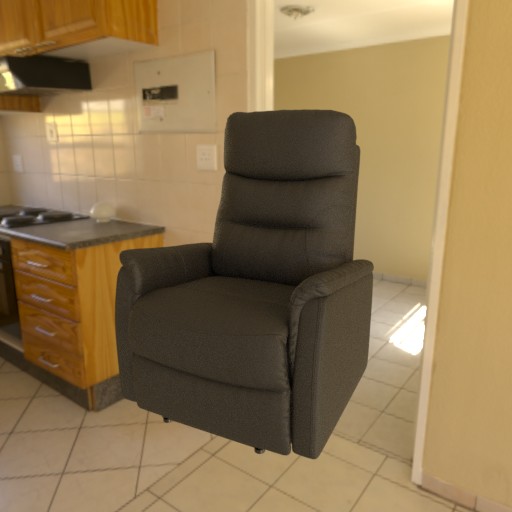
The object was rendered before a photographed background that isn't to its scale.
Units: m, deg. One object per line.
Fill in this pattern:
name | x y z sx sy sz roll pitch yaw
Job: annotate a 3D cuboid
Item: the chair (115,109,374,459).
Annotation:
chair | 0.000 0.000 1.664 0.775 1.082 0.831 7 15 26
